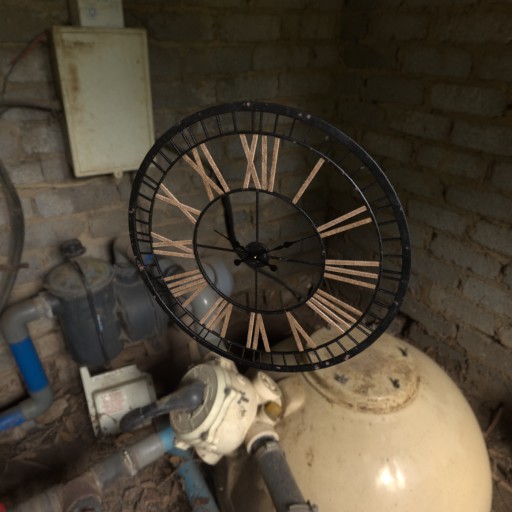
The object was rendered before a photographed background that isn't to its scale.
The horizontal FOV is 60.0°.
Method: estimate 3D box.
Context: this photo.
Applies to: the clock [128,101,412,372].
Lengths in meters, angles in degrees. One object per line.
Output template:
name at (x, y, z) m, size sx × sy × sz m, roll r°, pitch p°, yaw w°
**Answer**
clock at (0.000, 0.000, 1.273) m, size 0.843 × 0.843 × 0.025 m, roll 9°, pitch 29°, yaw 17°
